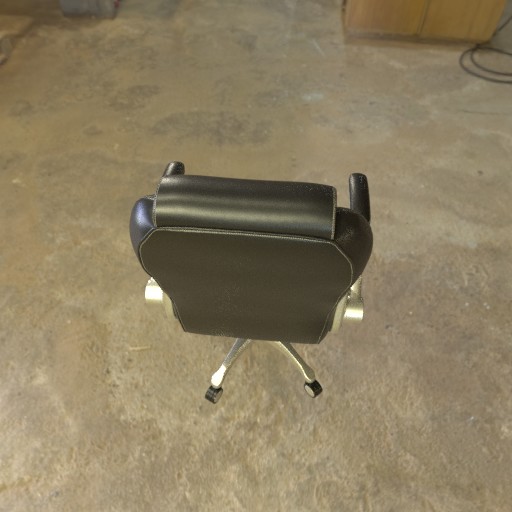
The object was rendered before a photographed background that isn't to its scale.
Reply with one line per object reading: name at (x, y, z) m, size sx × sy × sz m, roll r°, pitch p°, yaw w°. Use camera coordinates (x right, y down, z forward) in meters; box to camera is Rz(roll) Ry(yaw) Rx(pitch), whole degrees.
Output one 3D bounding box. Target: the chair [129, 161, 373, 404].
chair at (0.000, 0.000, 1.564) m, size 0.724 × 1.141 × 0.801 m, roll 4°, pitch 48°, yaw 4°
